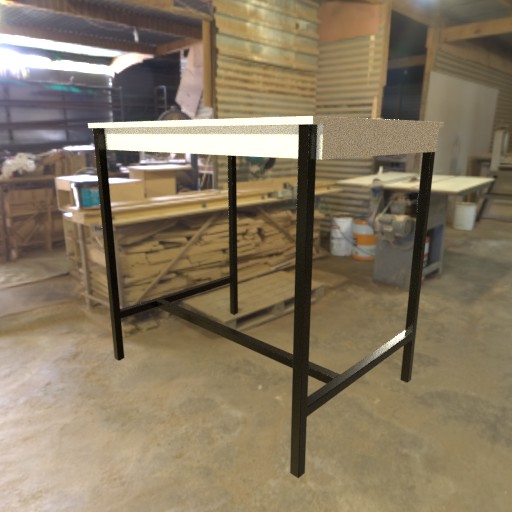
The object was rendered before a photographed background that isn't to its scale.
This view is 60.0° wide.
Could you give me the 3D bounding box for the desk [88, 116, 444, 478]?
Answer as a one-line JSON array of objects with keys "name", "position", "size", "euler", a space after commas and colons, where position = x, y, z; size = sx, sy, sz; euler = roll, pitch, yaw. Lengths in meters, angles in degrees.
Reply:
[{"name": "desk", "position": [0.000, 0.000, 1.330], "size": [0.811, 0.766, 0.573], "euler": [14, 21, 42]}]
